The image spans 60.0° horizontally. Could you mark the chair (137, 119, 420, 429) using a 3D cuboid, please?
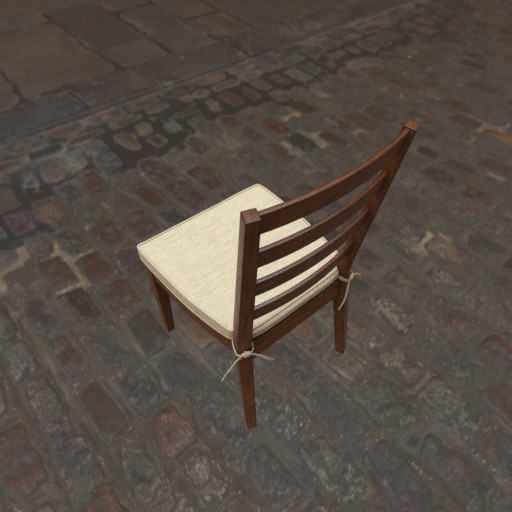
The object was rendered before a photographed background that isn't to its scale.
[{"bbox_3d":[0.000,0.000,1.378,0.593,0.979,0.595,-32,55,-26],"label":"chair"}]
